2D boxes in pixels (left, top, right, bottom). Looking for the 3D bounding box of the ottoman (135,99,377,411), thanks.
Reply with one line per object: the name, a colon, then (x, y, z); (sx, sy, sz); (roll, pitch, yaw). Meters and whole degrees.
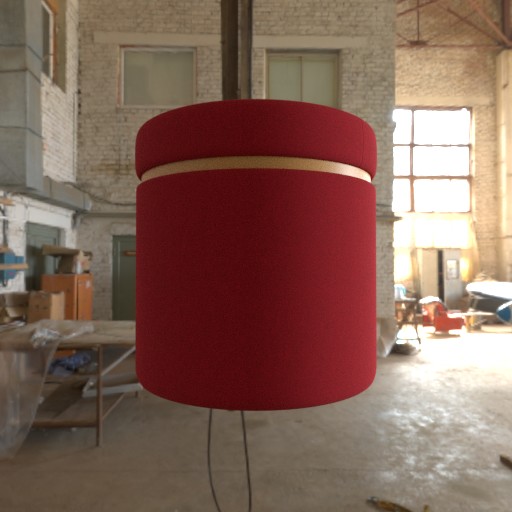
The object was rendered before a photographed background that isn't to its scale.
ottoman: (0.000, 0.000, 0.757); (0.400, 0.406, 0.400); (0, -1, 0)
